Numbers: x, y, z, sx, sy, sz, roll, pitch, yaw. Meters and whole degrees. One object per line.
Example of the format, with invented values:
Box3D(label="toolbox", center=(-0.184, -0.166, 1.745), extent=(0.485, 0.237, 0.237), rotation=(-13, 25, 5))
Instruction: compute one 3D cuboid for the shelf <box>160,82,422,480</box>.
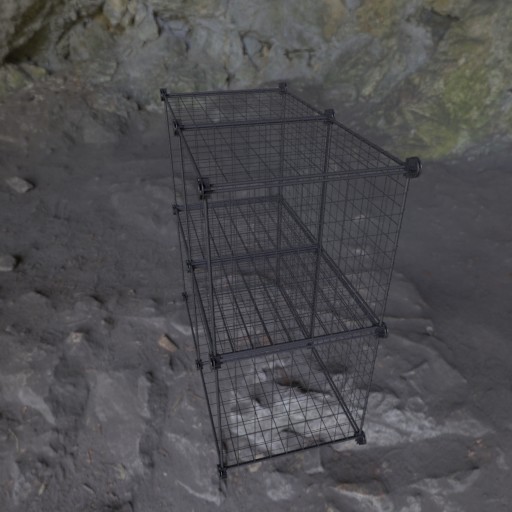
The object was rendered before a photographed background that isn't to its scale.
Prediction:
Box3D(label="shelf", center=(0.000, 0.000, 1.133), extent=(0.356, 0.711, 0.711), rotation=(-8, 32, -13))
